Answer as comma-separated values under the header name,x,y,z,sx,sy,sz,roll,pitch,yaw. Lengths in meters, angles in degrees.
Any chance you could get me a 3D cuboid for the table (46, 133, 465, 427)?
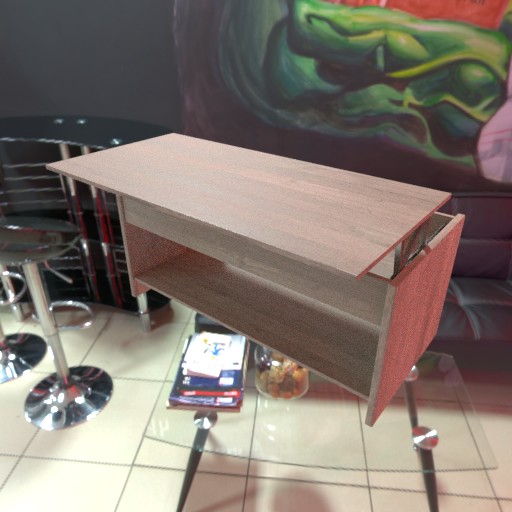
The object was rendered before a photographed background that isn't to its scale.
name,x,y,z,sx,sy,sz,roll,pitch,yaw
table,0.000,0.000,1.397,1.000,0.570,0.712,21,35,33
